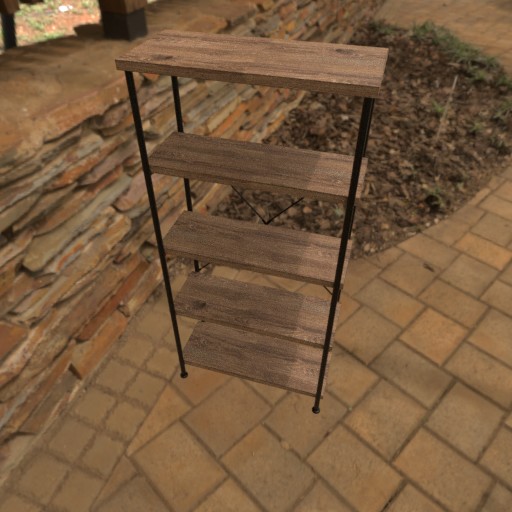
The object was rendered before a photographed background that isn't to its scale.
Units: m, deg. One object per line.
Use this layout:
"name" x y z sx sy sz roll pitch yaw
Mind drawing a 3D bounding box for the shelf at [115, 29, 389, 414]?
"shelf" 0.000 0.000 1.964 0.800 1.700 0.360 11 42 12
